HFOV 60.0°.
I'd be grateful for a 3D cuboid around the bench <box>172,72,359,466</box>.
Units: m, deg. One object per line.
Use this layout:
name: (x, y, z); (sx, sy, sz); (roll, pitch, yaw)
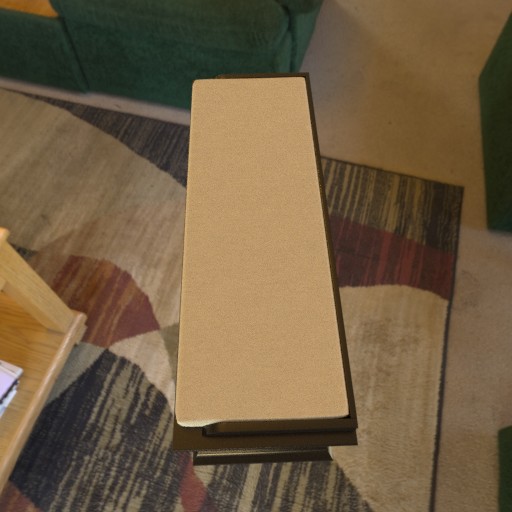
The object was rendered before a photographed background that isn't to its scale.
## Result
bench: (0.000, 0.000, 1.422); (0.402, 0.501, 1.185); (-2, 60, -1)
